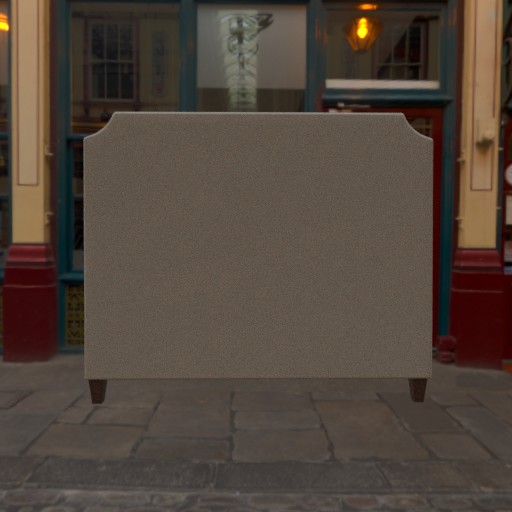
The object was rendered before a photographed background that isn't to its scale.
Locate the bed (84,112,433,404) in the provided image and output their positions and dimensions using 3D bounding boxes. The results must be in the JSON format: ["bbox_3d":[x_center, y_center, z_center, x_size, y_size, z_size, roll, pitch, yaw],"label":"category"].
[{"bbox_3d":[0.000,0.000,3.297,1.703,1.415,2.329,0,1,-1],"label":"bed"}]
